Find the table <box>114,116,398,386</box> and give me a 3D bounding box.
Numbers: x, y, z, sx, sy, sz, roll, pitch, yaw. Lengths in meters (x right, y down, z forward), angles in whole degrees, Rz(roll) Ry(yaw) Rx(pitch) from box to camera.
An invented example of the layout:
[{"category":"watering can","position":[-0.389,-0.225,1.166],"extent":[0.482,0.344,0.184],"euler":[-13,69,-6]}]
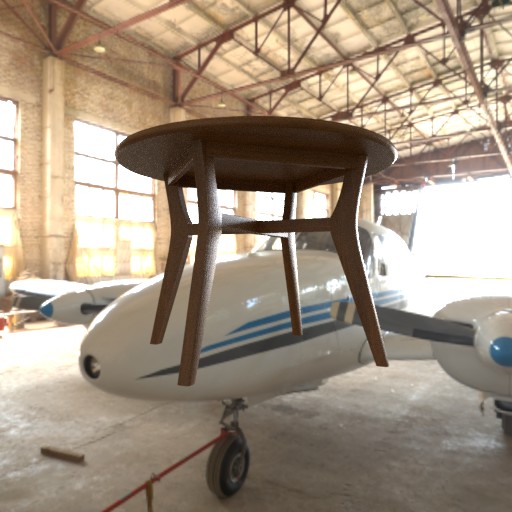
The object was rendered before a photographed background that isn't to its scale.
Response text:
[{"category":"table","position":[0.000,0.000,1.730],"extent":[1.055,0.757,1.055],"euler":[0,-1,0]}]
